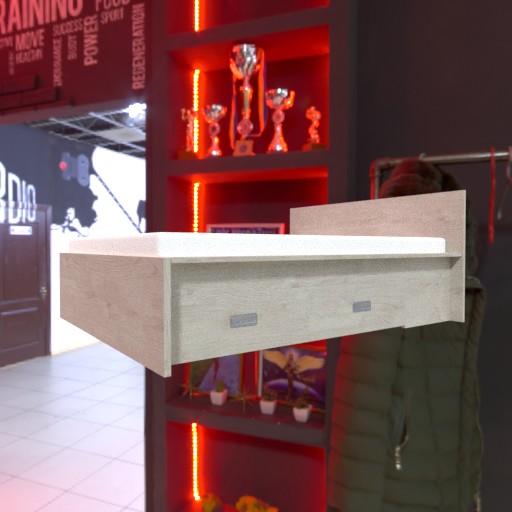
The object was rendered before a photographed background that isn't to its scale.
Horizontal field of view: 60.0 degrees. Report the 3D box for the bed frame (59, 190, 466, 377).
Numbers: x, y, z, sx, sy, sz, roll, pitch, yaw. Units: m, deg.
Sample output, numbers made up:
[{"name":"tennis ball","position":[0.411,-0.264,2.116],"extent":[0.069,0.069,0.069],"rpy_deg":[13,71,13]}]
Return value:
[{"name":"bed frame","position":[0.000,0.000,2.775],"extent":[1.960,0.800,1.622],"rpy_deg":[-1,2,-36]}]
